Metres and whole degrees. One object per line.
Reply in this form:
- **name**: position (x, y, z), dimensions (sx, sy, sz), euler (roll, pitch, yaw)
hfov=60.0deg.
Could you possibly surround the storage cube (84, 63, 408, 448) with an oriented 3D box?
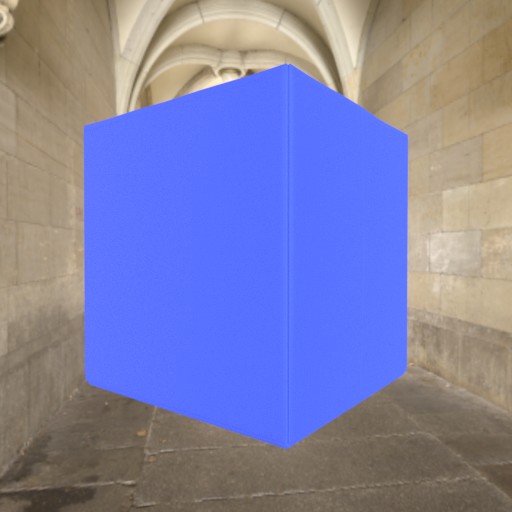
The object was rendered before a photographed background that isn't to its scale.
- **storage cube**: position (0.000, 0.000, 0.502), dimensions (0.270, 0.280, 0.270), euler (1, 1, 38)
